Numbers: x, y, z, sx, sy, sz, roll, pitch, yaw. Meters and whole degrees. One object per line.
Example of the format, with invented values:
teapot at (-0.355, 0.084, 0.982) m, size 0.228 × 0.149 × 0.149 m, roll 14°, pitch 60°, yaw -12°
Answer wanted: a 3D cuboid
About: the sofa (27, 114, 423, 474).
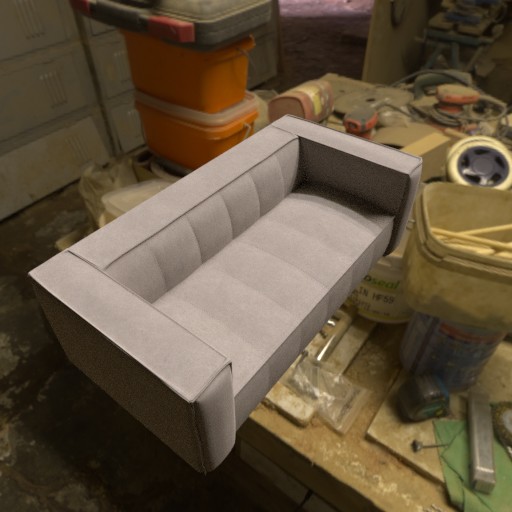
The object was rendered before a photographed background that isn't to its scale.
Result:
sofa at (0.000, 0.000, 2.458) m, size 1.038 × 0.680 × 1.995 m, roll 28°, pitch 49°, yaw 27°
